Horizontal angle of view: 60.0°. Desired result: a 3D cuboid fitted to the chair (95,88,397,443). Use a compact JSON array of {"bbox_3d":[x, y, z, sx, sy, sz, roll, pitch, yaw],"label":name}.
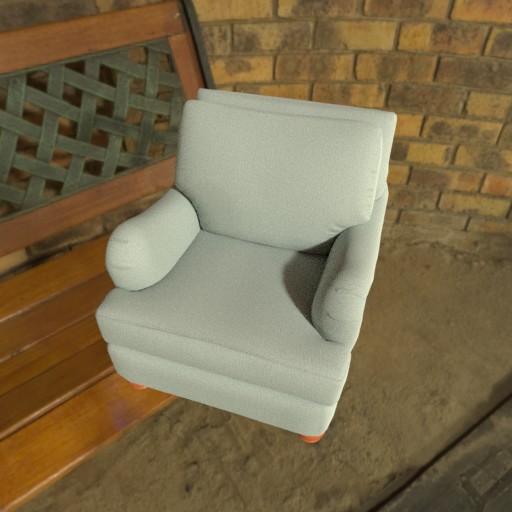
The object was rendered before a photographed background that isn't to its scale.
[{"bbox_3d":[0.000,0.000,1.847,0.955,1.038,1.070,12,42,14],"label":"chair"}]
